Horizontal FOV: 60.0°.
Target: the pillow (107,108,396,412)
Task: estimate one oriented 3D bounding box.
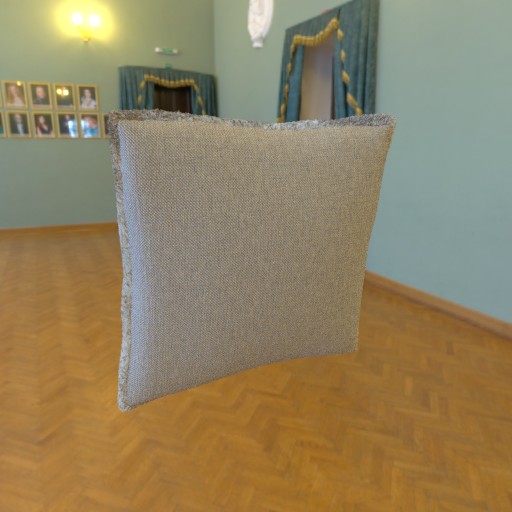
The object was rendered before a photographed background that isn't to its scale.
[{"bbox_3d":[0.000,0.000,0.820,0.529,0.515,0.218,-7,15,-26],"label":"pillow"}]
